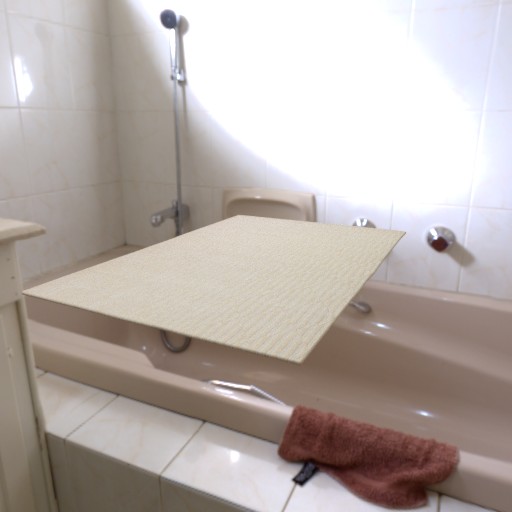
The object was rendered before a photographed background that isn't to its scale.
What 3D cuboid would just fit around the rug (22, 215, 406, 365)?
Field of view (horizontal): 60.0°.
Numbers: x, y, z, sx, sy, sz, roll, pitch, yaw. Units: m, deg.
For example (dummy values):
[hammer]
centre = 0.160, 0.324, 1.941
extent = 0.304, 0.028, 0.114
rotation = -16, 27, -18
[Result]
[rug]
centre = 0.000, 0.000, 2.332
extent = 1.238, 0.014, 1.848
rotation = 8, 18, 26
